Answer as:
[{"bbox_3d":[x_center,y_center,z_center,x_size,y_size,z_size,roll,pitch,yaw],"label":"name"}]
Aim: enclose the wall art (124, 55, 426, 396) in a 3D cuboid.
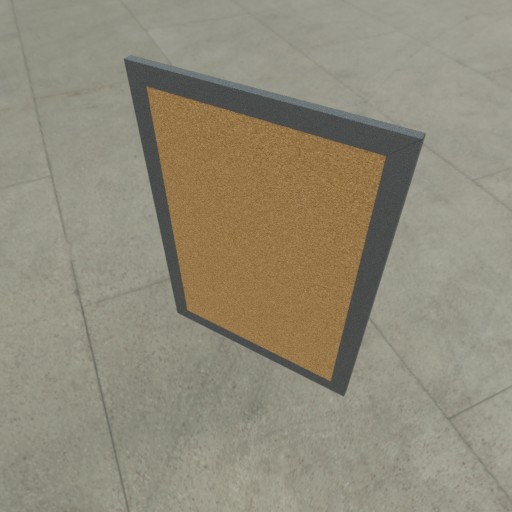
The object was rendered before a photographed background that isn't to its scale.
[{"bbox_3d":[0.000,0.000,0.690,0.380,0.534,0.013,23,50,20],"label":"wall art"}]
